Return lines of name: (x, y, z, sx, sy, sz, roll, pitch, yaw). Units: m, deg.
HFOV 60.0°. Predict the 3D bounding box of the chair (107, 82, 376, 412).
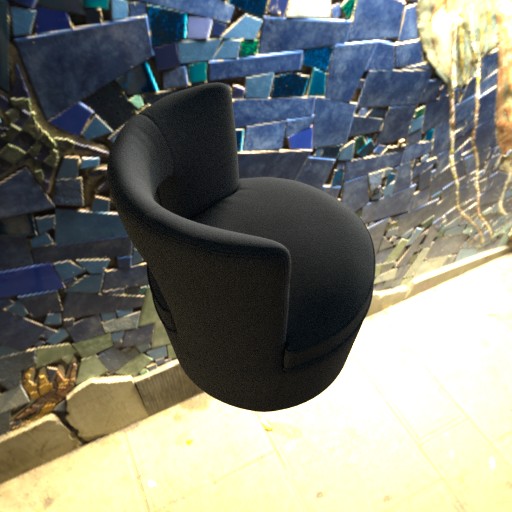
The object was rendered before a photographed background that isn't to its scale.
chair: (0.000, 0.000, 1.246, 0.660, 0.719, 0.689, -8, 46, -8)
